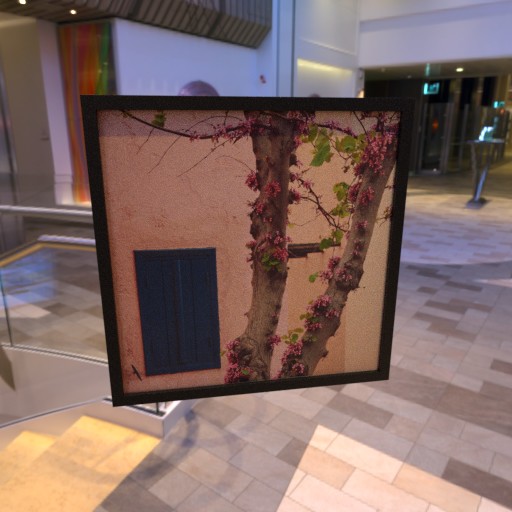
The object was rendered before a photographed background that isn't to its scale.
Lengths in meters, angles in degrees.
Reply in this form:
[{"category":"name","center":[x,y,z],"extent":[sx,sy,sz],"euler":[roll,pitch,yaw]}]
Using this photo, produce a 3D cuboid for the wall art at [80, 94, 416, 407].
[{"category":"wall art","center":[0.000,0.000,0.752],"extent":[0.508,0.508,0.038],"euler":[-3,17,-9]}]
